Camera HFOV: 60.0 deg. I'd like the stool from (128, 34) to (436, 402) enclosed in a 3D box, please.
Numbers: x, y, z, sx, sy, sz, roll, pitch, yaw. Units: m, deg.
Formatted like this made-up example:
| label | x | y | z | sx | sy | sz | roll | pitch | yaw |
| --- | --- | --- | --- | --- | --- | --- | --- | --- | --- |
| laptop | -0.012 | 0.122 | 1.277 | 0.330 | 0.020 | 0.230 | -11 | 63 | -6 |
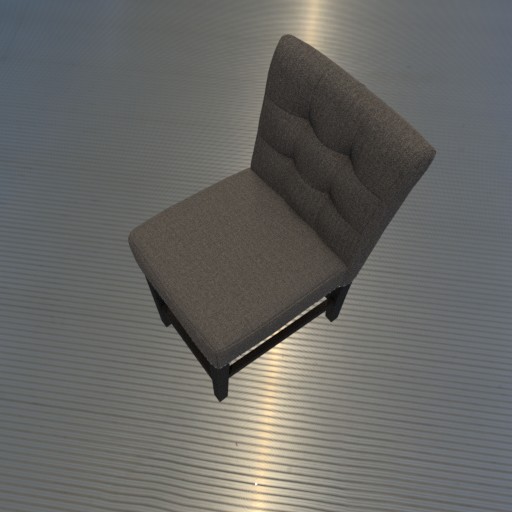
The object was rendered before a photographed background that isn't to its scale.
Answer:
| label | x | y | z | sx | sy | sz | roll | pitch | yaw |
| --- | --- | --- | --- | --- | --- | --- | --- | --- | --- |
| stool | 0.000 | 0.000 | 1.199 | 0.571 | 0.885 | 0.427 | -35 | 68 | -16 |
